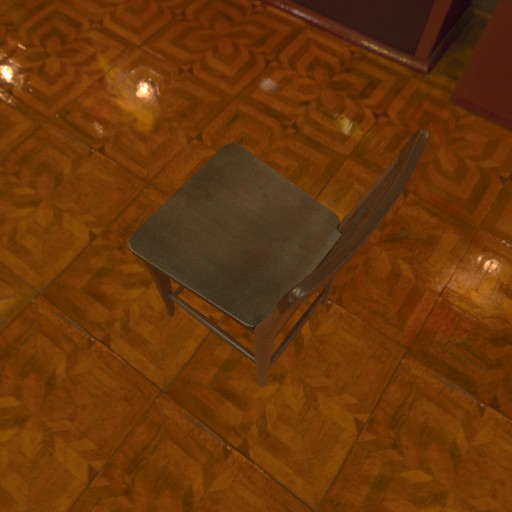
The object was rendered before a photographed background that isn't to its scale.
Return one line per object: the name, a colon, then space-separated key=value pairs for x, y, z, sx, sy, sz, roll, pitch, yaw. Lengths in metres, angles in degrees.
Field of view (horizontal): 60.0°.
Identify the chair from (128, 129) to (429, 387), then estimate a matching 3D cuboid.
chair: x=0.000 y=0.000 z=1.253 sx=0.546 sy=0.991 sz=0.450 roll=35 pitch=69 yaw=16
